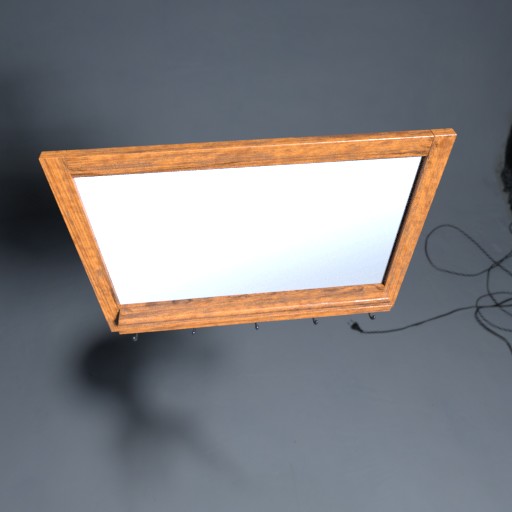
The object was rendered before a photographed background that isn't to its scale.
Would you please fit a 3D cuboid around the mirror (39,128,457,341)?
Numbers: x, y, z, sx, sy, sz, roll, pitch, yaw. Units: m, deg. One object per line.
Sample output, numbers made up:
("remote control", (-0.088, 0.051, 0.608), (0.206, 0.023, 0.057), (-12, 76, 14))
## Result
("mirror", (0.000, 0.000, 0.981), (0.758, 0.537, 0.084), (-4, 47, -4))
